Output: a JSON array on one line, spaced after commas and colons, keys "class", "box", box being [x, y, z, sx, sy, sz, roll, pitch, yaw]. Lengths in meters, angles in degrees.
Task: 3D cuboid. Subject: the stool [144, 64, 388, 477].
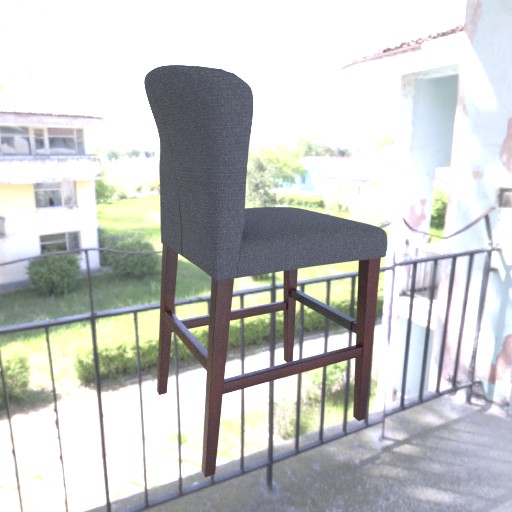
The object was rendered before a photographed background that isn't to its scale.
[{"class": "stool", "box": [0.000, 0.000, 1.275, 0.568, 0.968, 0.479, -7, 16, -27]}]
